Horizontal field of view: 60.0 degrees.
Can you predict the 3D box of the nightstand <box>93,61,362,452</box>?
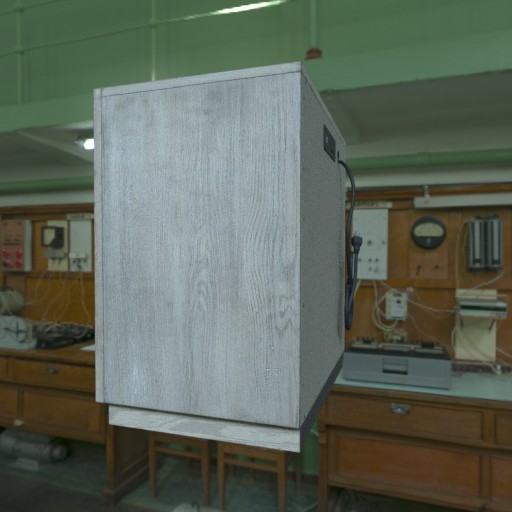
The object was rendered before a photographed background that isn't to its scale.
[{"bbox_3d":[0.000,0.000,1.100,0.483,0.673,0.612,0,1,18],"label":"nightstand"}]
